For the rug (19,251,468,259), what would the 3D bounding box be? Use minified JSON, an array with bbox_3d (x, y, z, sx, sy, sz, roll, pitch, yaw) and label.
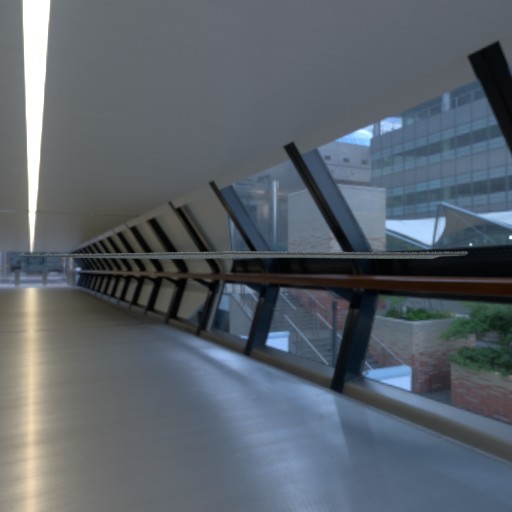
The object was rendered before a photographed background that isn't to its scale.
[{"bbox_3d":[0.000,0.000,2.945,2.338,0.030,1.616,0,-1,18],"label":"rug"}]
